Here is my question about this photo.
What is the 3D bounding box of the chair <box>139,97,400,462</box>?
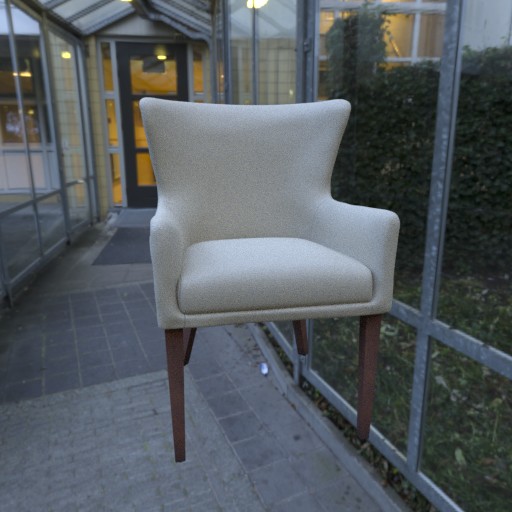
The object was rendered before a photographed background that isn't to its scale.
[{"bbox_3d":[0.000,0.000,1.377,0.660,0.952,0.686,-3,15,-10],"label":"chair"}]
